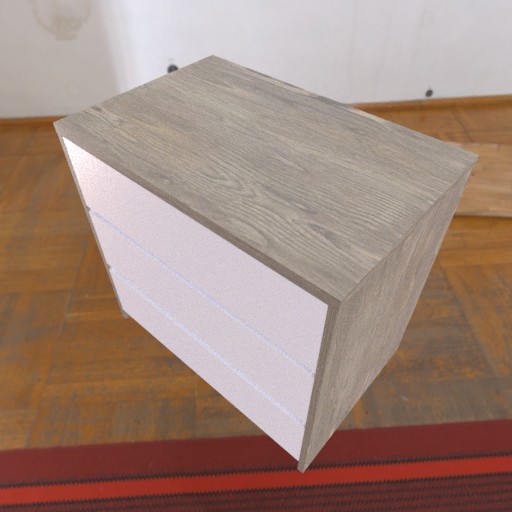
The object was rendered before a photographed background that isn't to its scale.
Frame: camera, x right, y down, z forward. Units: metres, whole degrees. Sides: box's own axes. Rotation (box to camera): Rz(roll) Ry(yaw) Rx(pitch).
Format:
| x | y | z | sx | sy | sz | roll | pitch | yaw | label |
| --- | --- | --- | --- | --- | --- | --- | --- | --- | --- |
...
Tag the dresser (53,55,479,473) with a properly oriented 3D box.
| x | y | z | sx | sy | sz | roll | pitch | yaw | label |
| --- | --- | --- | --- | --- | --- | --- | --- | --- | --- |
| 0.000 | 0.000 | 1.270 | 0.809 | 0.762 | 0.529 | 32 | 54 | 27 | dresser |
